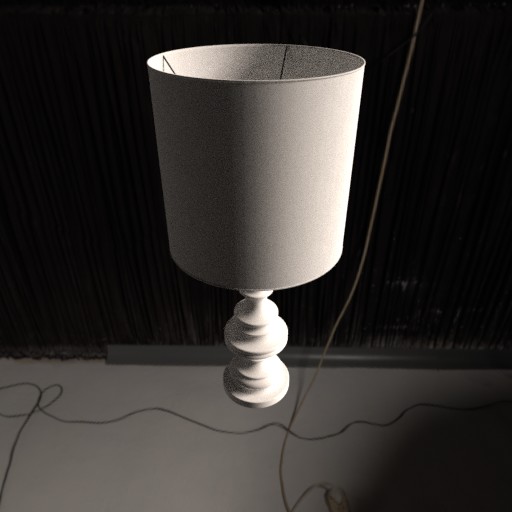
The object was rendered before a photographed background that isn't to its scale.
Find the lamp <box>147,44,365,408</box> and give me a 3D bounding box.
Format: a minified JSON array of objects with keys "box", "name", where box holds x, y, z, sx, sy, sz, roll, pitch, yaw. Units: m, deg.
[{"box":[0.000,0.000,0.553,0.208,0.455,0.208,0,33,0],"name":"lamp"}]
